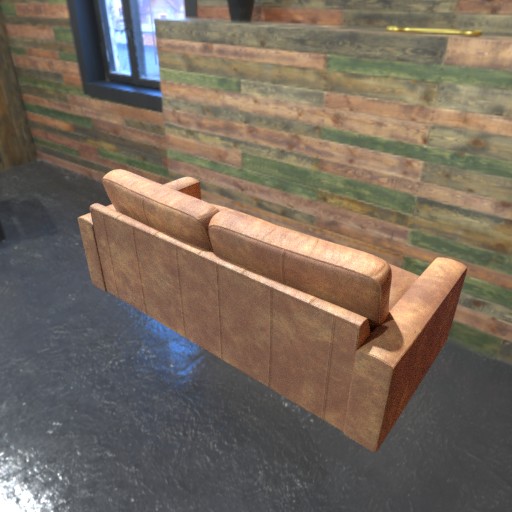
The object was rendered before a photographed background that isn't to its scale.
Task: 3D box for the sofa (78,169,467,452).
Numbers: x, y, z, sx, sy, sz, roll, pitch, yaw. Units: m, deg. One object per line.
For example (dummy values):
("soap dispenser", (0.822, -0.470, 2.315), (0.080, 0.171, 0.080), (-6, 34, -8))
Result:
("sofa", (0.000, 0.000, 2.704), (2.179, 0.873, 1.016), (22, 37, 32))
